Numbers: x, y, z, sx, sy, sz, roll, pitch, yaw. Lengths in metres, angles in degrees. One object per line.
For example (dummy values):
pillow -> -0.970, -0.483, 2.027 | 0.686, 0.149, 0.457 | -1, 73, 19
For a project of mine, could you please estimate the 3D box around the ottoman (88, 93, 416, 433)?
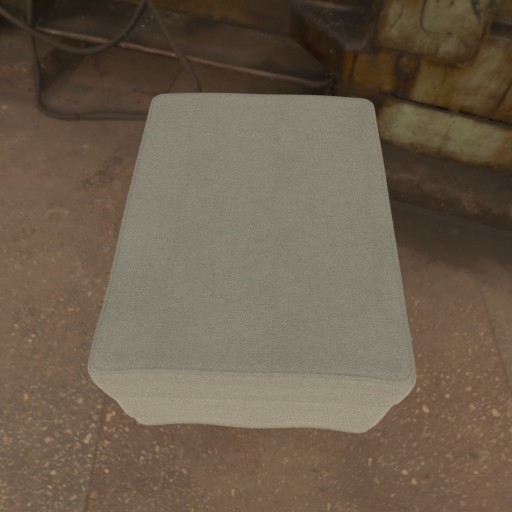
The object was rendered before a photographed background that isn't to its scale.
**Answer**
ottoman -> 0.000, 0.000, 1.227 | 0.648, 0.461, 0.833 | 2, 58, 1
